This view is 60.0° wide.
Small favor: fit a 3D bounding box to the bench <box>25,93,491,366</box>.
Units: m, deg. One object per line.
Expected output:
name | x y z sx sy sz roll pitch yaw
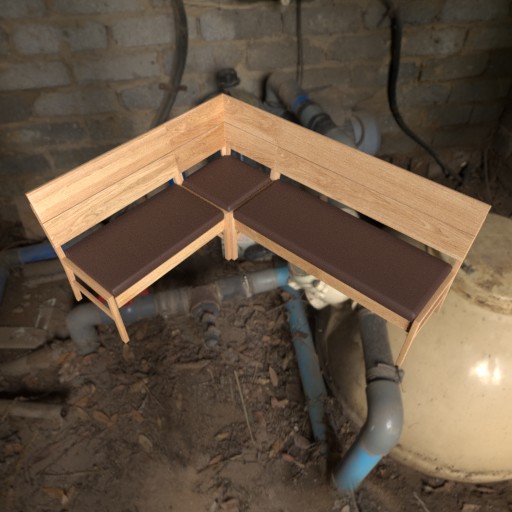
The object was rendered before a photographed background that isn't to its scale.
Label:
bench | 0.000 0.000 2.681 1.975 0.890 1.549 31 53 26
